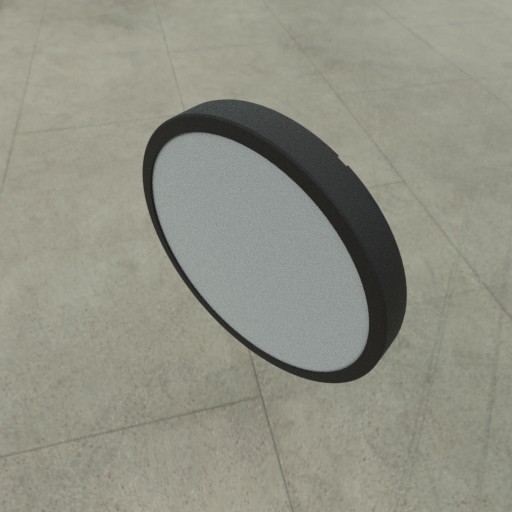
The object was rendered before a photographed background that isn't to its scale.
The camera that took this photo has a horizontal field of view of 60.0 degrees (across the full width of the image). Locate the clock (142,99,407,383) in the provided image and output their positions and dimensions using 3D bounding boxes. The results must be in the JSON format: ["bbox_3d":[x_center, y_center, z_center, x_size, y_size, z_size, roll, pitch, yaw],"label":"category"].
[{"bbox_3d":[0.000,0.000,0.428,0.293,0.293,0.040,32,54,27],"label":"clock"}]
